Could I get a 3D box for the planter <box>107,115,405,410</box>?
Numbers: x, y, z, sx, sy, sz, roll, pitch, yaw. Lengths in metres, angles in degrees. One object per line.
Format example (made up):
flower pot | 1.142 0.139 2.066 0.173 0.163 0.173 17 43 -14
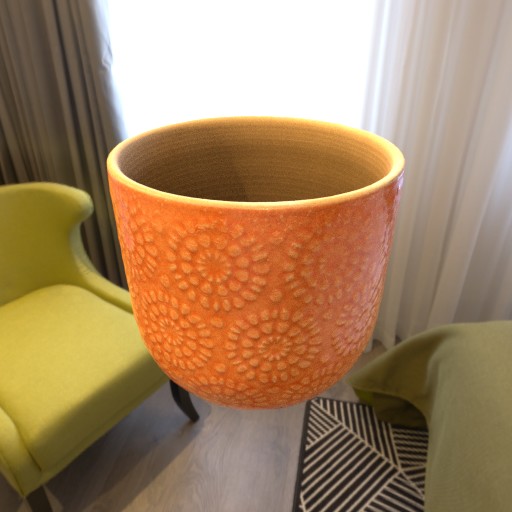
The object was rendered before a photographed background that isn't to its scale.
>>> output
planter | 0.000 0.000 0.292 0.170 0.152 0.170 0 31 0
